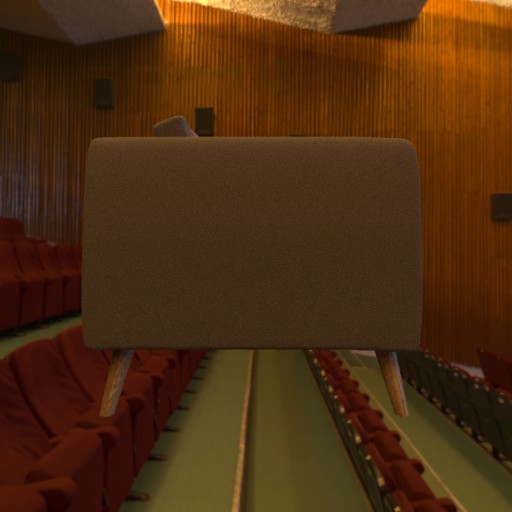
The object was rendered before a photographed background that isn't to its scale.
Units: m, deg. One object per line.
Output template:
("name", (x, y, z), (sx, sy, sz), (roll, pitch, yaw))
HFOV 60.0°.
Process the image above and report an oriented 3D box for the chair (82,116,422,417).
("chair", (0.000, 0.000, 1.657), (0.930, 0.860, 1.000), (0, 0, 0))
